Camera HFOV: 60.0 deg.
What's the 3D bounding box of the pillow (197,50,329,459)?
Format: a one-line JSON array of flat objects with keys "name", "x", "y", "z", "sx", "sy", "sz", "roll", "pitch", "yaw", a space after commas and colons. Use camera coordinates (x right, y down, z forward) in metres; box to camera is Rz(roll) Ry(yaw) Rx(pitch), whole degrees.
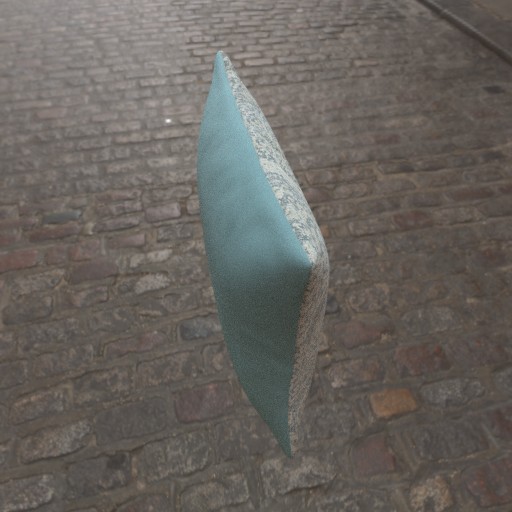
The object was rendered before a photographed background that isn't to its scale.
[{"name": "pillow", "x": 0.000, "y": 0.000, "z": 0.777, "sx": 0.166, "sy": 0.507, "sz": 0.526, "roll": -9, "pitch": 47, "yaw": -9}]
